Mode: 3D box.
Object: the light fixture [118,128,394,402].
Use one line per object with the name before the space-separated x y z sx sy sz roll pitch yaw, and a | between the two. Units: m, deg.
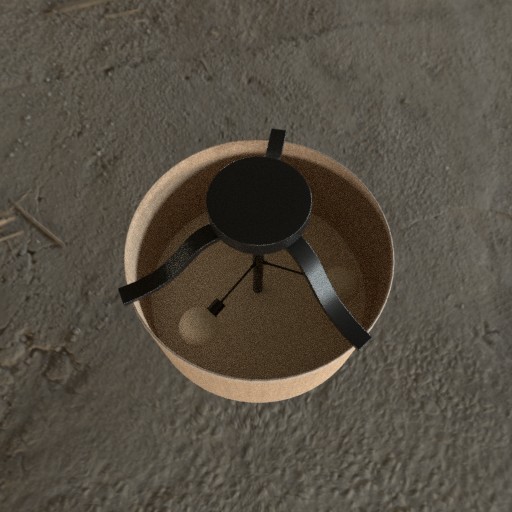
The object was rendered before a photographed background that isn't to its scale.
light fixture | 0.000 0.000 0.660 0.390 0.306 0.390 0 64 0
